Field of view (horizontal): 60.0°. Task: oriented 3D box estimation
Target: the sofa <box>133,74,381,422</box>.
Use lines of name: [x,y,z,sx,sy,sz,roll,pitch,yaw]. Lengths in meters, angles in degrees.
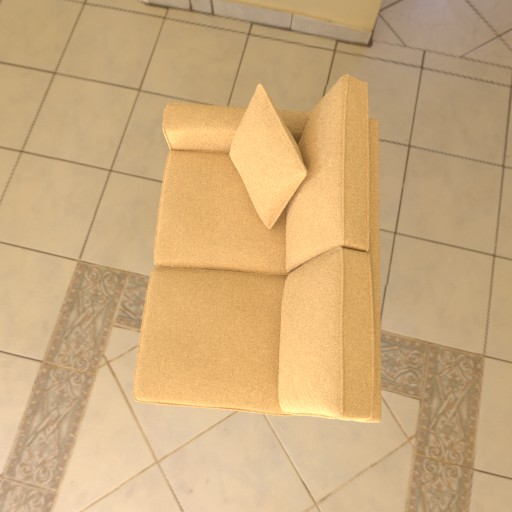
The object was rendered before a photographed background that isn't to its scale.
sofa: [0.000,0.000,2.067,0.991,0.989,1.388,4,74,1]
